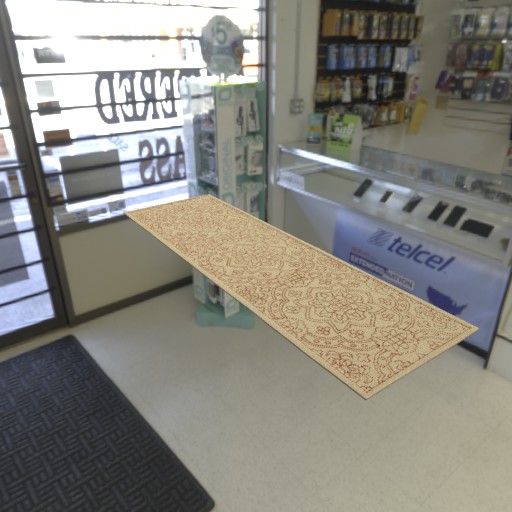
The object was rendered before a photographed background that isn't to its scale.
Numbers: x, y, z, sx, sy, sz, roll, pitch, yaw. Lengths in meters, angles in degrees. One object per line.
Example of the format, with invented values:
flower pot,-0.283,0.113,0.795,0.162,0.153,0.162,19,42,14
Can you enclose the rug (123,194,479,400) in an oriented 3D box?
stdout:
rug,0.000,0.000,2.723,0.769,0.012,2.448,-18,31,-32
